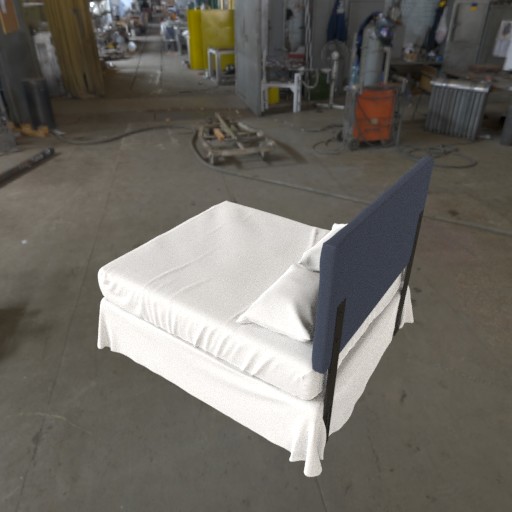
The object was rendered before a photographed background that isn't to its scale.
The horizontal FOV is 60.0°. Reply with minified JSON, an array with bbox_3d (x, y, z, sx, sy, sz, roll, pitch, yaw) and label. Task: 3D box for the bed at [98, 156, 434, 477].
[{"bbox_3d":[0.000,0.000,3.545,2.222,1.577,1.936,19,36,29],"label":"bed"}]
